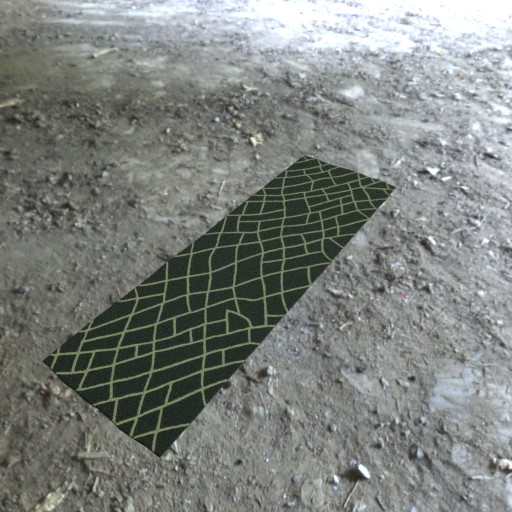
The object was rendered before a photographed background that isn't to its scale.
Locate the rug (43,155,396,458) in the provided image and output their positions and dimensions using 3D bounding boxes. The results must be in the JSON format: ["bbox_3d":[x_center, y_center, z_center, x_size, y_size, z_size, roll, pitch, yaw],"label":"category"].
[{"bbox_3d":[0.000,0.000,2.712,0.807,0.010,2.476,26,48,26],"label":"rug"}]
